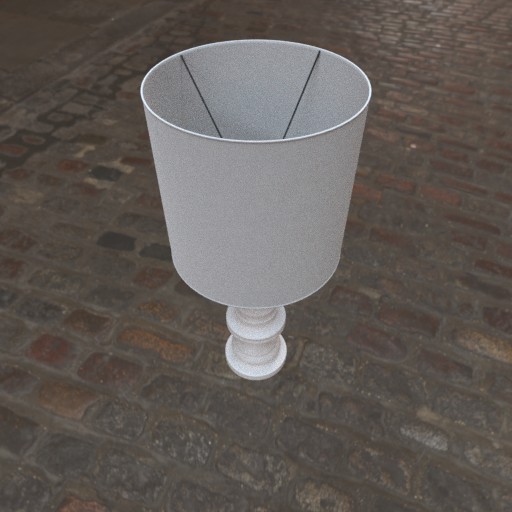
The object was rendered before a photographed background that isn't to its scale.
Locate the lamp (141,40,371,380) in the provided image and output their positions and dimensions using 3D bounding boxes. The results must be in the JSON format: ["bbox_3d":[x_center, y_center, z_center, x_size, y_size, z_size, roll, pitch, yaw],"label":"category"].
[{"bbox_3d":[0.000,0.000,0.569,0.208,0.455,0.208,15,47,15],"label":"lamp"}]
